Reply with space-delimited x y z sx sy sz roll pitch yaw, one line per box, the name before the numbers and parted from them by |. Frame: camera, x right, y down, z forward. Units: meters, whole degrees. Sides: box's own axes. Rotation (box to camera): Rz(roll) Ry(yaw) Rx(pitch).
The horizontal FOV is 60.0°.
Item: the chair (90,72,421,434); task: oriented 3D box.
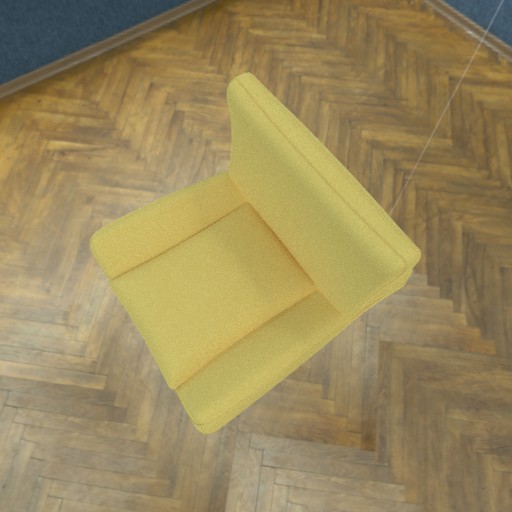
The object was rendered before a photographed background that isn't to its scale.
chair | 0.000 0.000 1.647 1.008 0.855 0.859 -32 68 -14
